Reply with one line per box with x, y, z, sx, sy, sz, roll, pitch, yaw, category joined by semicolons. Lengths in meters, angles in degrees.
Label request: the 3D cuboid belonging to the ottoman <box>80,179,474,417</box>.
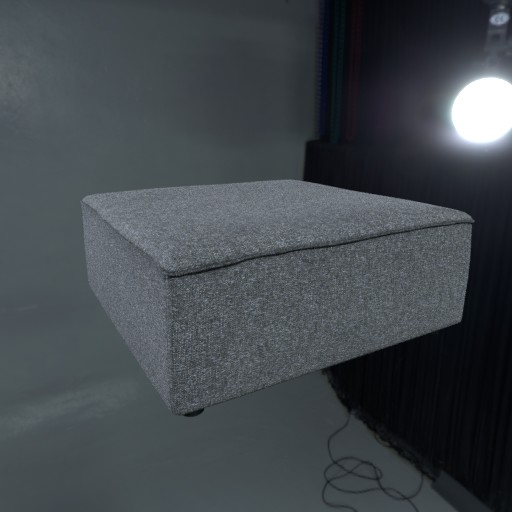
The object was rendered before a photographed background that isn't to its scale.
0.000;0.000;1.577;1.017;0.423;1.021;-9;19;-28;ottoman
